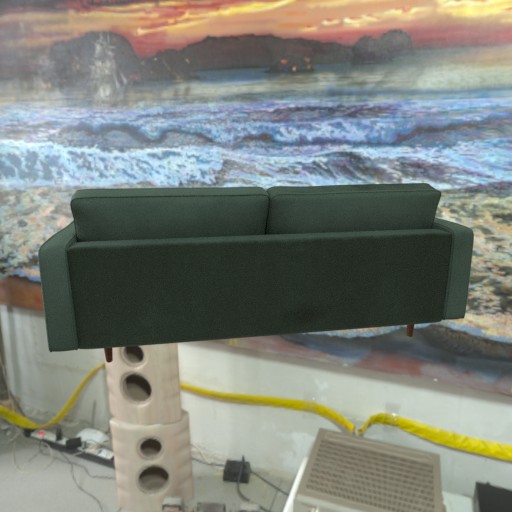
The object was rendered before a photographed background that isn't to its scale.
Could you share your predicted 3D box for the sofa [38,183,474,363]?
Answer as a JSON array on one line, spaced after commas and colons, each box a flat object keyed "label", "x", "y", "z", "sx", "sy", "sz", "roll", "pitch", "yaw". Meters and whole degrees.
[{"label": "sofa", "x": 0.000, "y": 0.000, "z": 2.305, "sx": 1.880, "sy": 0.772, "sz": 0.916, "roll": -3, "pitch": 15, "yaw": -10}]
